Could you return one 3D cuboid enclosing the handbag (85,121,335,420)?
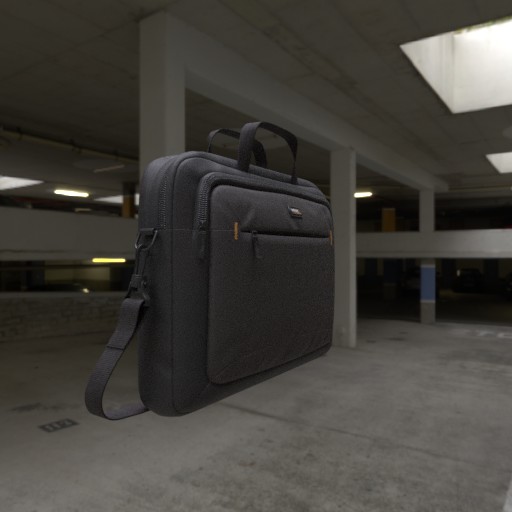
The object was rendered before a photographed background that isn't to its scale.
[{"bbox_3d":[0.000,0.000,0.423,0.089,0.244,0.320,0,1,34],"label":"handbag"}]
